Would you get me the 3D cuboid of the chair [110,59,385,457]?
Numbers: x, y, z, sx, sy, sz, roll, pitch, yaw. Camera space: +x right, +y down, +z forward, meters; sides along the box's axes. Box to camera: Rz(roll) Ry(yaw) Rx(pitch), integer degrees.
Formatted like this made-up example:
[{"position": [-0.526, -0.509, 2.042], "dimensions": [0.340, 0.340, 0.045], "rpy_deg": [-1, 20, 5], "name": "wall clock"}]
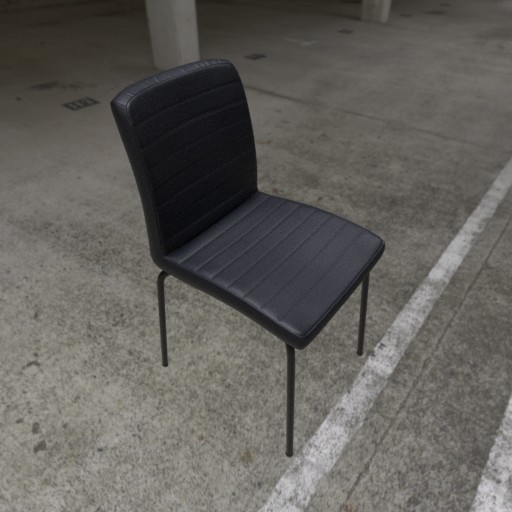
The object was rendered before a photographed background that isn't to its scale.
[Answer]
[{"position": [0.000, 0.000, 1.206], "dimensions": [0.572, 0.872, 0.450], "rpy_deg": [26, 46, 27], "name": "chair"}]
